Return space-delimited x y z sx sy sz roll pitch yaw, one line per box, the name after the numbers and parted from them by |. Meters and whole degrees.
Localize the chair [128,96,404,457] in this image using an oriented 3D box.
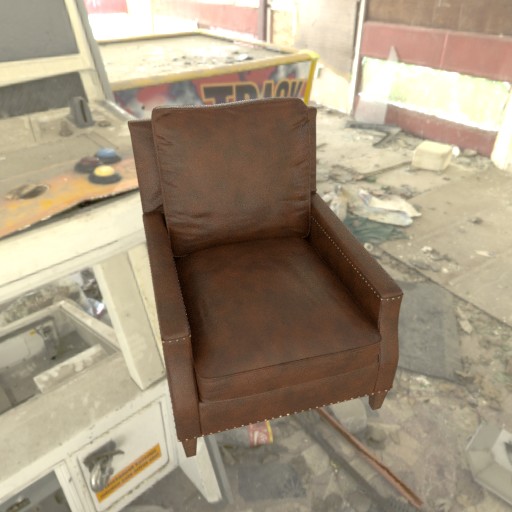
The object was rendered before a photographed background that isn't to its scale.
0.000 0.000 1.818 0.854 1.054 1.035 -9 34 -13 | chair
